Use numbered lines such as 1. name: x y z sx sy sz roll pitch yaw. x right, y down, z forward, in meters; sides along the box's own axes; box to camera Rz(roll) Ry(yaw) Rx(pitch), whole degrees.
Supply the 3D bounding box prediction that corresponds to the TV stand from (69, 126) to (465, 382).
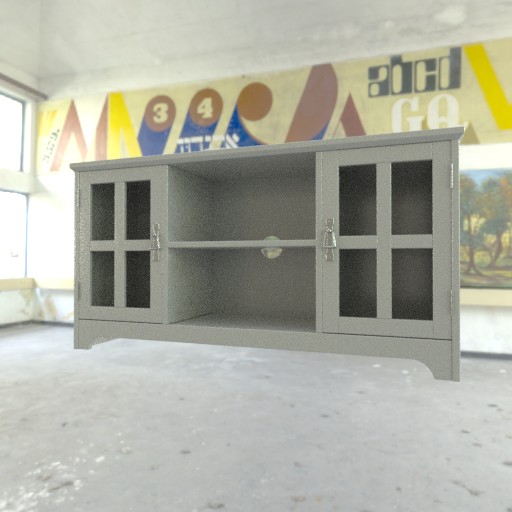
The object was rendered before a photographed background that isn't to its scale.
1. TV stand: 0.000 0.000 1.398 1.167 0.603 0.344 0 -1 20
